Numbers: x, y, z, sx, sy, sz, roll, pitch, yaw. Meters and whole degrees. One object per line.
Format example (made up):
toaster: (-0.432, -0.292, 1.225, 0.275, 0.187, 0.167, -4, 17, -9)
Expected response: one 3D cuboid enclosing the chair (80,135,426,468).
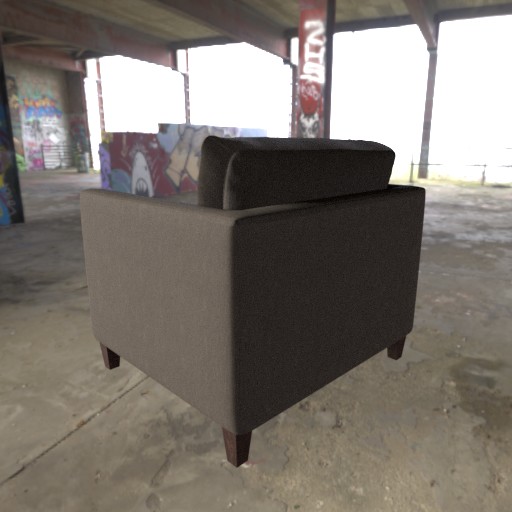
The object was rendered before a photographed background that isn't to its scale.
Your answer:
chair: (0.000, 0.000, 1.850, 1.107, 0.963, 0.959, -14, 20, -43)
